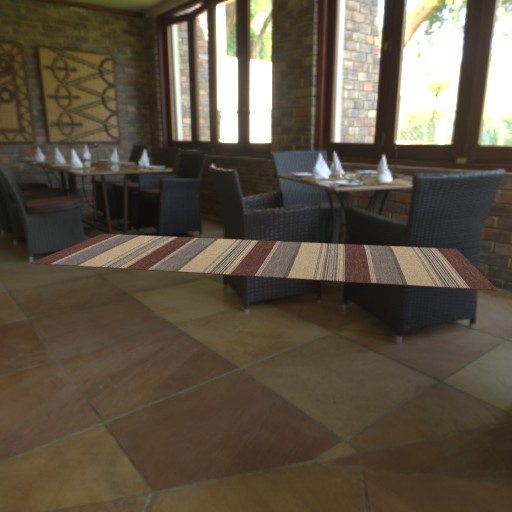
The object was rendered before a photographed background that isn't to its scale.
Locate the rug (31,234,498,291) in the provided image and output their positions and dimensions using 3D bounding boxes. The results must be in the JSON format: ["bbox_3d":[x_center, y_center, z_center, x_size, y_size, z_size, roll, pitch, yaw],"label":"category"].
[{"bbox_3d":[0.000,0.000,2.655,2.437,0.006,0.792,3,15,10],"label":"rug"}]
